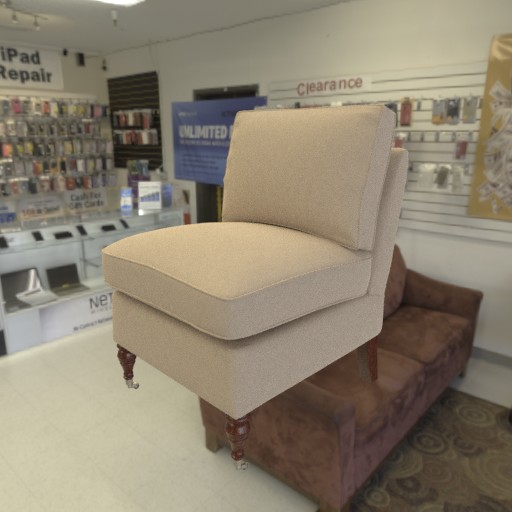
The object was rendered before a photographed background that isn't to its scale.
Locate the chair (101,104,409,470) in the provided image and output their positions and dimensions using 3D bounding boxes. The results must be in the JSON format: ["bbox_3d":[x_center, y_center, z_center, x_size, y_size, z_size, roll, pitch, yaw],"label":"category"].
[{"bbox_3d":[0.000,0.000,1.630,0.724,1.052,0.912,15,21,43],"label":"chair"}]
